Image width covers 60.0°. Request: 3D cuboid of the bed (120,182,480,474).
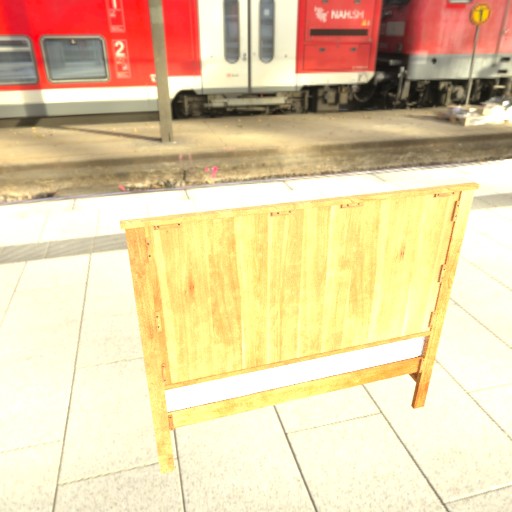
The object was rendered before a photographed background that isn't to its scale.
[{"bbox_3d":[0.000,0.000,3.542,1.936,1.686,2.201,-8,28,-15],"label":"bed"}]
